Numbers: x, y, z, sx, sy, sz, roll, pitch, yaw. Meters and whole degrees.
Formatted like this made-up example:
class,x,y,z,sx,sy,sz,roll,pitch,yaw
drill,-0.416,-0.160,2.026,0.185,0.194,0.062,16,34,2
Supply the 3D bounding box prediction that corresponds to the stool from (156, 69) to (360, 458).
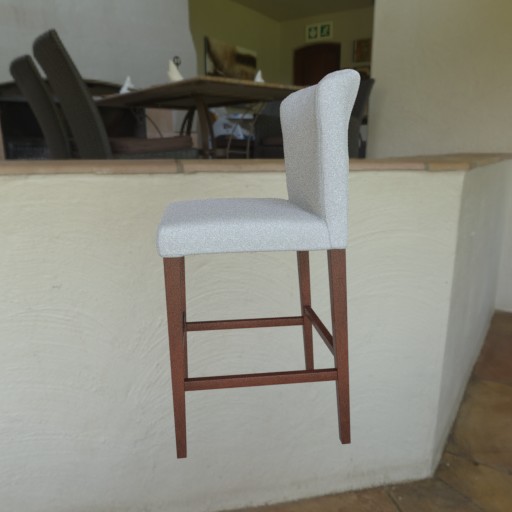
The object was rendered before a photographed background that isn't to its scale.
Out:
class,x,y,z,sx,sy,sz,roll,pitch,yaw
stool,0.000,0.000,1.377,0.568,1.069,0.479,-2,14,-8
